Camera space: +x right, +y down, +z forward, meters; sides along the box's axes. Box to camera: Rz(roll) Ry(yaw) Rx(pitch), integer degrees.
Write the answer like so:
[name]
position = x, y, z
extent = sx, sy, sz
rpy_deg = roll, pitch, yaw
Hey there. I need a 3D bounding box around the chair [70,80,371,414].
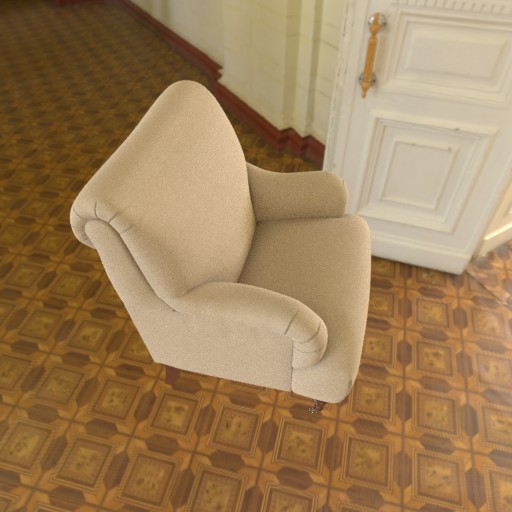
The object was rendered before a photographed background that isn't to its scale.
[chair]
position = 0.000, 0.000, 1.589
extent = 0.842, 0.942, 0.766
rpy_deg = 10, 47, 9
